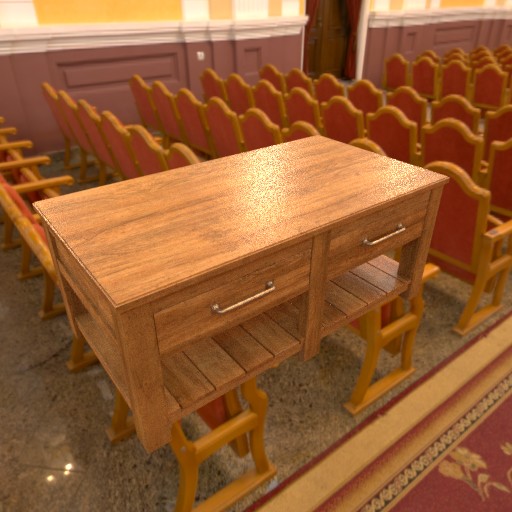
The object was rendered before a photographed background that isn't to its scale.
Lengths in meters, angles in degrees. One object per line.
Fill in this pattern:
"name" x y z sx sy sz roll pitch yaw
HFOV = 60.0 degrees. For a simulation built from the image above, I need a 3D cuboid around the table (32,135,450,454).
"table" 0.000 0.000 1.491 1.150 0.480 0.635 -21 37 -31
